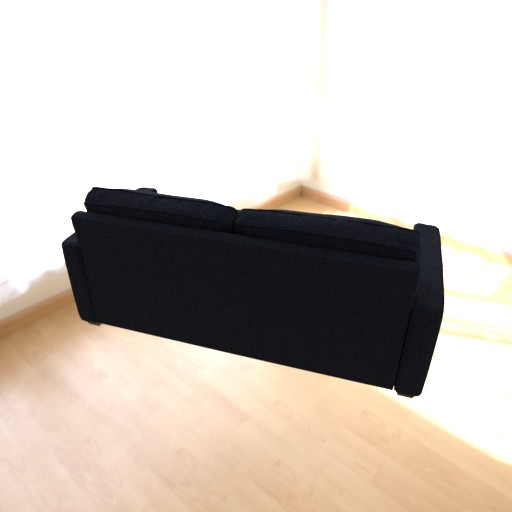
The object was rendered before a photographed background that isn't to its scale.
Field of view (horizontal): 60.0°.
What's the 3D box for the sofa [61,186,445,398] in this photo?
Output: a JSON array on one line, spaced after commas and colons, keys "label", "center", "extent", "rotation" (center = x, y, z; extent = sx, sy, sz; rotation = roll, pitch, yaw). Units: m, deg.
[{"label": "sofa", "center": [0.000, 0.000, 2.674], "extent": [2.080, 0.919, 0.940], "rotation": [9, 32, 15]}]
